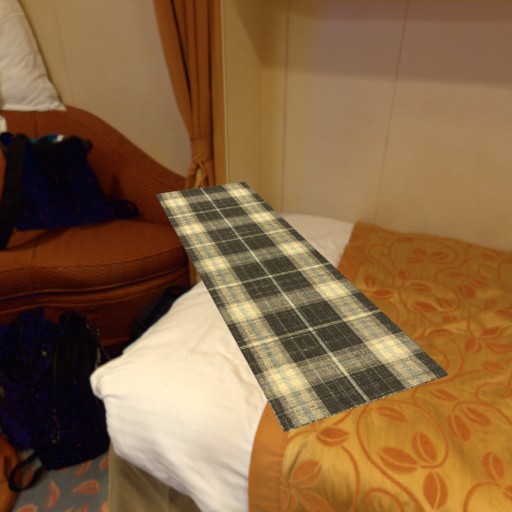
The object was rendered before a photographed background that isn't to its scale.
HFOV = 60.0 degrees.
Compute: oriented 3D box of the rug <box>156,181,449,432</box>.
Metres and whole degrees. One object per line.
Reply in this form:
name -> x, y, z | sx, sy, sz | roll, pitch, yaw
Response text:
rug -> 0.000, 0.000, 2.699 | 0.760, 0.012, 2.434 | -11, 32, -19
